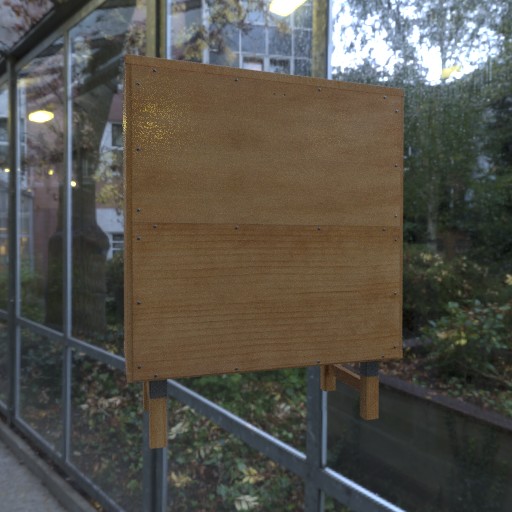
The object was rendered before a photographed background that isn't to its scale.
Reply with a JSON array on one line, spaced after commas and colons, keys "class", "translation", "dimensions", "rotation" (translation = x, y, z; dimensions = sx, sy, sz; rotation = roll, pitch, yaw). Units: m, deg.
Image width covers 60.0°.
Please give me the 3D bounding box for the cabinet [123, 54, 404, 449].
[{"class": "cabinet", "translation": [0.000, 0.000, 1.407], "dimensions": [0.800, 1.001, 0.419], "rotation": [0, 1, -18]}]
